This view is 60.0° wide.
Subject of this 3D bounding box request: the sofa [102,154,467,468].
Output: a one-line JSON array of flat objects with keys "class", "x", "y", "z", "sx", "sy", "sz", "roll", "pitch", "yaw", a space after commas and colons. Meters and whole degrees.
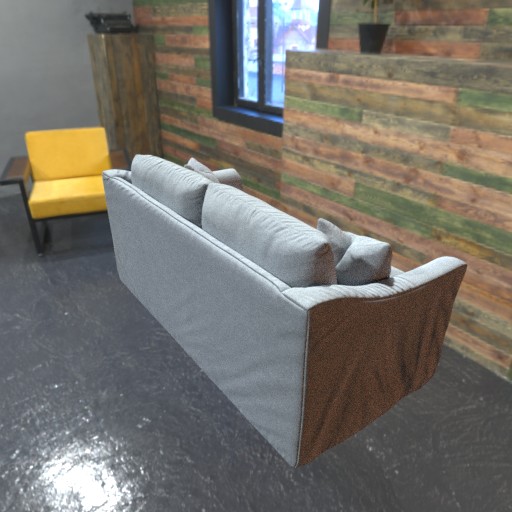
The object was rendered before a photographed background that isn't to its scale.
[{"class": "sofa", "x": 0.000, "y": 0.000, "z": 2.620, "sx": 1.072, "sy": 1.018, "sz": 2.010, "roll": -19, "pitch": 33, "yaw": -32}]
